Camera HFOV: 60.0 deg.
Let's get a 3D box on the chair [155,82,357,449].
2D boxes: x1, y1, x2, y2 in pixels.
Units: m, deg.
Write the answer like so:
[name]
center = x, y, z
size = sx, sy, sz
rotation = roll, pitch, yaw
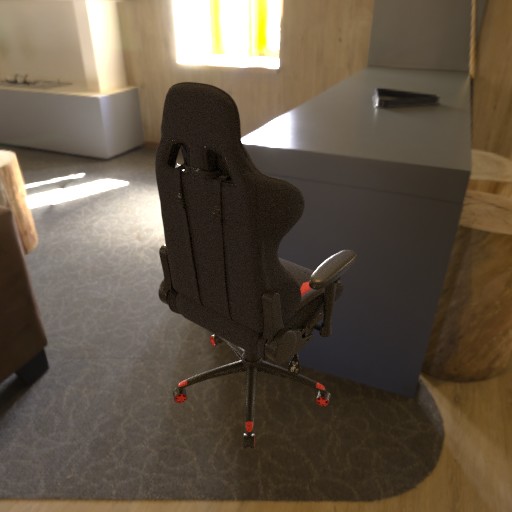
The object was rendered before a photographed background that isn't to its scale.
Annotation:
[chair]
center = 0.000, 0.000, 1.721
size = 0.695, 1.326, 0.658
rotation = 21, 36, 32
